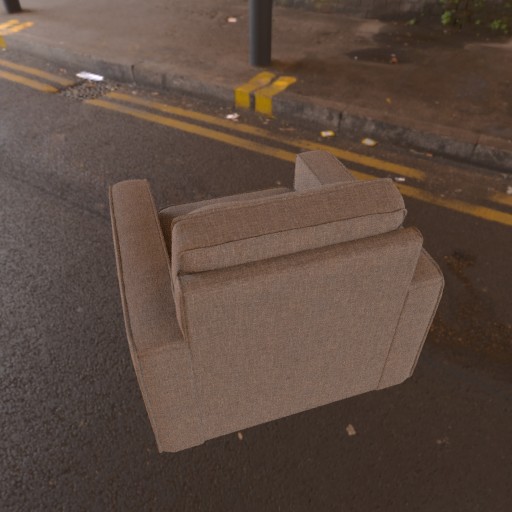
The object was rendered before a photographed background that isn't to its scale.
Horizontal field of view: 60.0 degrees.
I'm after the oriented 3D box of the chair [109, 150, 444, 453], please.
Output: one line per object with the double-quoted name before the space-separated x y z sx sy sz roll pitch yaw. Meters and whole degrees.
"chair" 0.000 0.000 1.706 1.016 0.914 0.940 -12 42 -14
